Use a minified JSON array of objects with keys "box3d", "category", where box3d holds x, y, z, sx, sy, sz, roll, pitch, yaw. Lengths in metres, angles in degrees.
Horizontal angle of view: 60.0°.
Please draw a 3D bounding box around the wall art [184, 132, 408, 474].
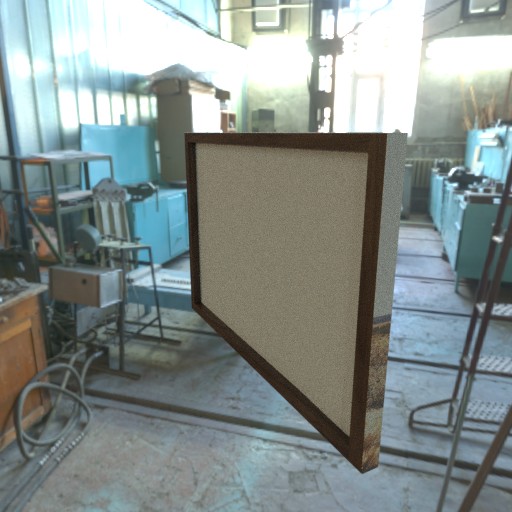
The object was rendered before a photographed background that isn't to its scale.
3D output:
[{"box3d":[0.000,0.000,1.417,0.051,0.761,1.138,-8,17,-27],"category":"wall art"}]
